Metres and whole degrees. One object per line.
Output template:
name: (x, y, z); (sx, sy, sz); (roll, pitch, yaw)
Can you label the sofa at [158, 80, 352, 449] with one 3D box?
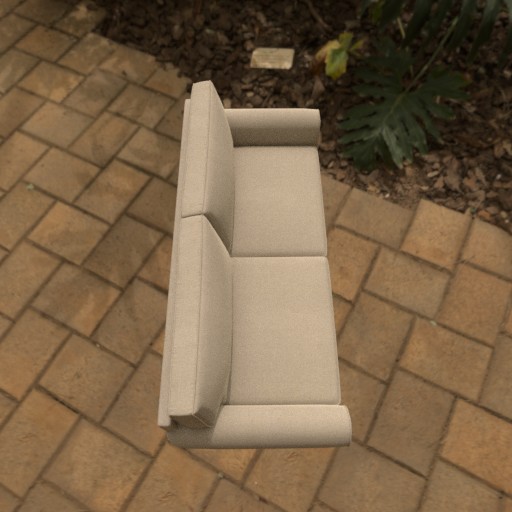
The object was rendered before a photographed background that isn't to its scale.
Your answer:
sofa: (0.000, 0.000, 2.671); (0.901, 0.962, 2.146); (-1, 63, 0)
